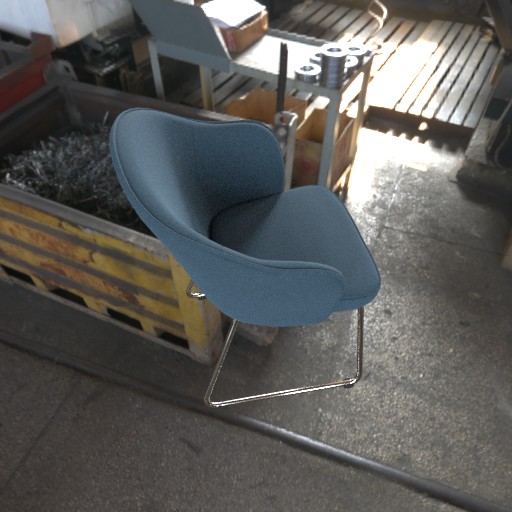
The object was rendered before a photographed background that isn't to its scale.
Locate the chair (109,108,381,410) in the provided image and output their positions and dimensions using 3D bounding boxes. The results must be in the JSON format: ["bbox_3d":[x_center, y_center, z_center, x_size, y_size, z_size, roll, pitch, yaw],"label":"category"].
[{"bbox_3d":[0.000,0.000,1.199,0.585,0.815,0.570,-10,48,-9],"label":"chair"}]
